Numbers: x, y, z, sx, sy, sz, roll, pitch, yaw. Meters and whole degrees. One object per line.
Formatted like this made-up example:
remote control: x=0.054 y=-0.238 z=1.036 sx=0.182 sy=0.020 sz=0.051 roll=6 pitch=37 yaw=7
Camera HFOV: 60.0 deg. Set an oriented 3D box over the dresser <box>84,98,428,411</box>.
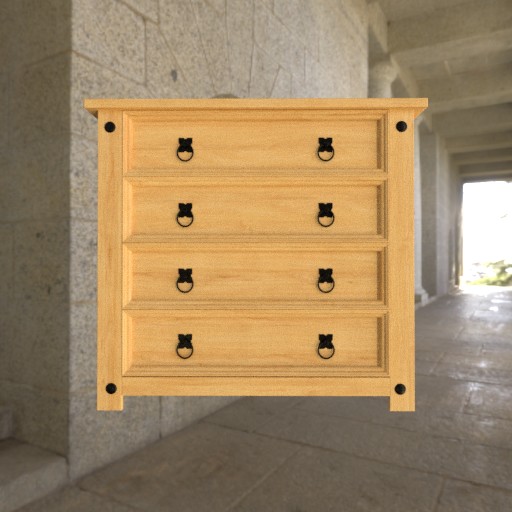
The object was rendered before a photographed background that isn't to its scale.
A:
dresser: x=0.000 y=0.000 z=1.232 sx=0.800 sy=0.730 sz=0.410 roll=0 pitch=-1 yaw=0
